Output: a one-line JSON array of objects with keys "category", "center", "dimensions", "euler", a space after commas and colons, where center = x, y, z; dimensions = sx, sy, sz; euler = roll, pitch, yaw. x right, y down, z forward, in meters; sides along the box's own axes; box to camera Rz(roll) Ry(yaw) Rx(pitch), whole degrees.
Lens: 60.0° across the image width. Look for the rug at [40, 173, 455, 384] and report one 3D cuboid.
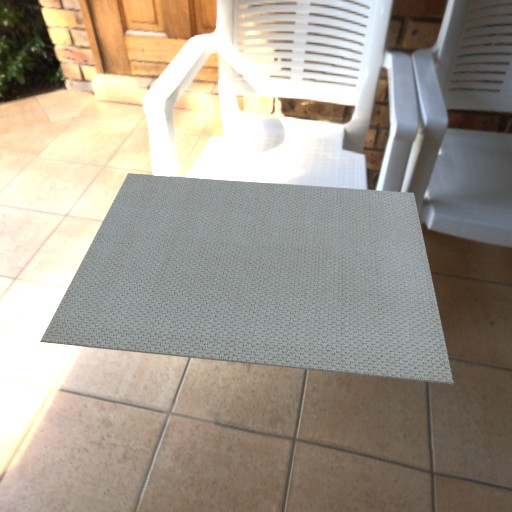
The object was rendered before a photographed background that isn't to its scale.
[{"category": "rug", "center": [0.000, 0.000, 2.790], "dimensions": [2.144, 0.013, 1.509], "euler": [5, 47, 4]}]
